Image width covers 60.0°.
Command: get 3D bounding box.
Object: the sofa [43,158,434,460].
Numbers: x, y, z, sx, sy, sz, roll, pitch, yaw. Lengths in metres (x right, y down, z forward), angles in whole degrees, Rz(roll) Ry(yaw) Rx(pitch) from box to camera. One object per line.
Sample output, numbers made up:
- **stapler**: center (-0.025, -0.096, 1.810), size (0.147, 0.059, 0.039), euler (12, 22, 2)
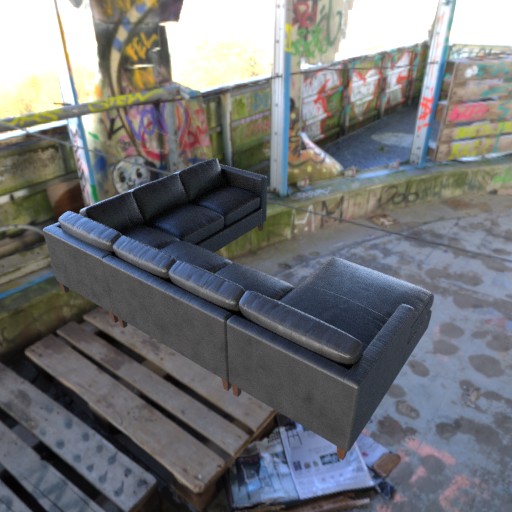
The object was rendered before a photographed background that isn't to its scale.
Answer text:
- **sofa**: center (0.000, 0.000, 4.399), size (3.324, 0.891, 2.452), euler (21, 37, 31)
